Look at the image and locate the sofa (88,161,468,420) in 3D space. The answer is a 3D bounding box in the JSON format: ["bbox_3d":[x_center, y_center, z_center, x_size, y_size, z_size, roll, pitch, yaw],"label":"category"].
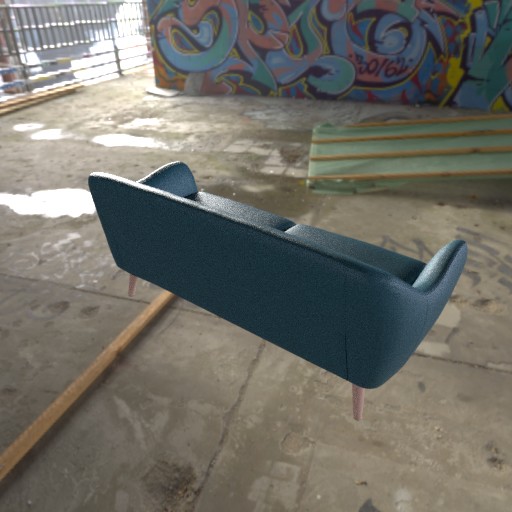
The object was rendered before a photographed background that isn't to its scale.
[{"bbox_3d":[0.000,0.000,2.280,1.840,0.836,0.820,21,37,31],"label":"sofa"}]
